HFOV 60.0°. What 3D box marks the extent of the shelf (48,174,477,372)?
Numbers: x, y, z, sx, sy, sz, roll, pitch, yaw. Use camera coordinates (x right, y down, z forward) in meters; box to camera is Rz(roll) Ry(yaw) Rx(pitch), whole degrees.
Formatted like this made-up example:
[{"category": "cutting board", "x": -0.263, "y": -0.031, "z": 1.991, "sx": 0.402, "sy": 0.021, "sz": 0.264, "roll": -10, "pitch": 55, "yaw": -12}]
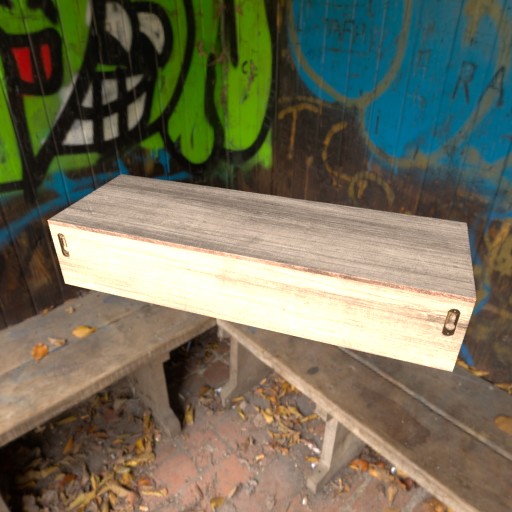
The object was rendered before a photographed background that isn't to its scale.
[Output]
[{"category": "shelf", "x": 0.000, "y": 0.000, "z": 0.711, "sx": 0.610, "sy": 0.125, "sz": 0.200, "roll": 10, "pitch": 33, "yaw": 16}]
